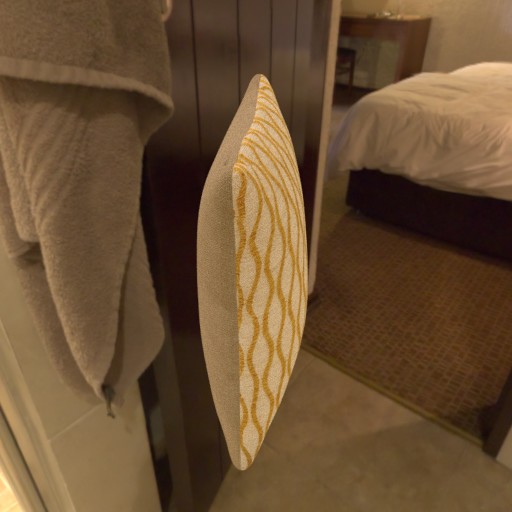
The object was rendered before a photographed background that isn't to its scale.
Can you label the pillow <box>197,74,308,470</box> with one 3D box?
[{"bbox_3d":[0.000,0.000,0.658,0.159,0.436,0.429,1,32,2],"label":"pillow"}]
